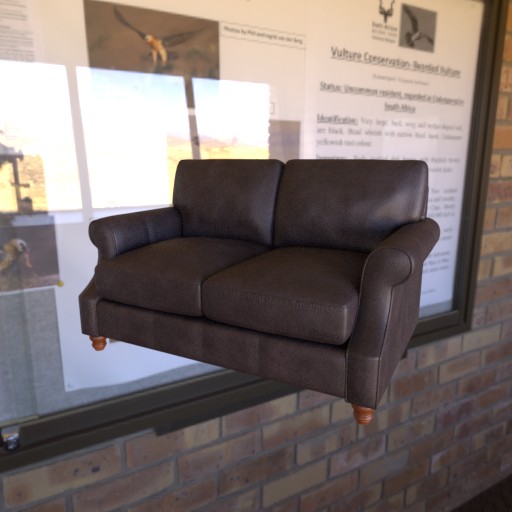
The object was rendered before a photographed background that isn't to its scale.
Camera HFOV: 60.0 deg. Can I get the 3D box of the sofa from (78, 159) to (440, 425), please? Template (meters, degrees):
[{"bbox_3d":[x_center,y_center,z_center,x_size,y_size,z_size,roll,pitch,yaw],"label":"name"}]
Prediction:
[{"bbox_3d":[0.000,0.000,2.297,1.663,0.979,1.030,7,14,27],"label":"sofa"}]
